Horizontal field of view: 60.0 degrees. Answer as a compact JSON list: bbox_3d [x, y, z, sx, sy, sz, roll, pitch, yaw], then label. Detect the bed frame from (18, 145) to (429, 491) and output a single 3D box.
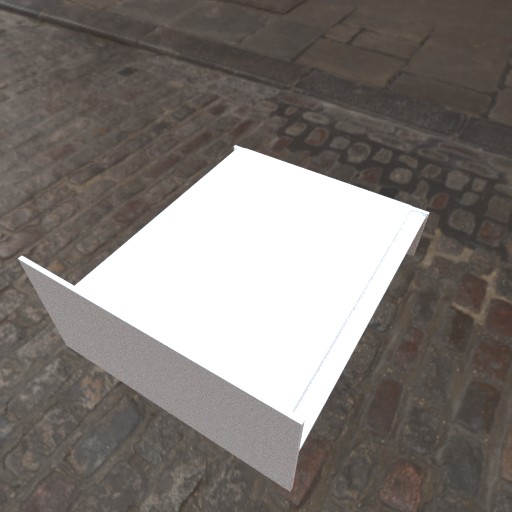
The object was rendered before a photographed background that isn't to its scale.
[{"bbox_3d":[0.000,0.000,2.813,1.622,0.800,1.960,24,51,22],"label":"bed frame"}]
